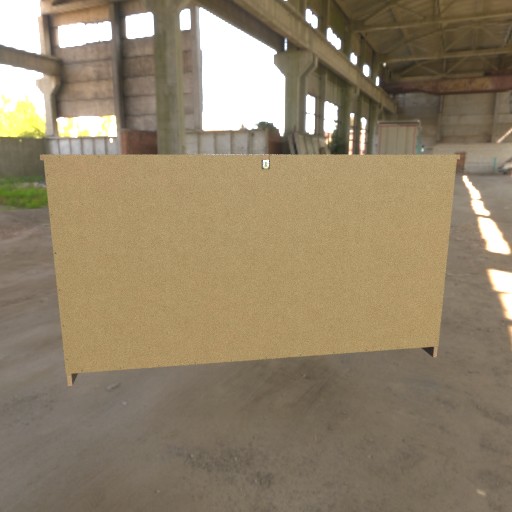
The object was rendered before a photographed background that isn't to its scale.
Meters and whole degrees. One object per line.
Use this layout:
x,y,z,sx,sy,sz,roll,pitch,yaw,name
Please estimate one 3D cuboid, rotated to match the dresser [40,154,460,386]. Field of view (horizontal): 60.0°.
0.000,0.000,1.691,1.360,0.755,0.401,-2,13,-9,dresser
